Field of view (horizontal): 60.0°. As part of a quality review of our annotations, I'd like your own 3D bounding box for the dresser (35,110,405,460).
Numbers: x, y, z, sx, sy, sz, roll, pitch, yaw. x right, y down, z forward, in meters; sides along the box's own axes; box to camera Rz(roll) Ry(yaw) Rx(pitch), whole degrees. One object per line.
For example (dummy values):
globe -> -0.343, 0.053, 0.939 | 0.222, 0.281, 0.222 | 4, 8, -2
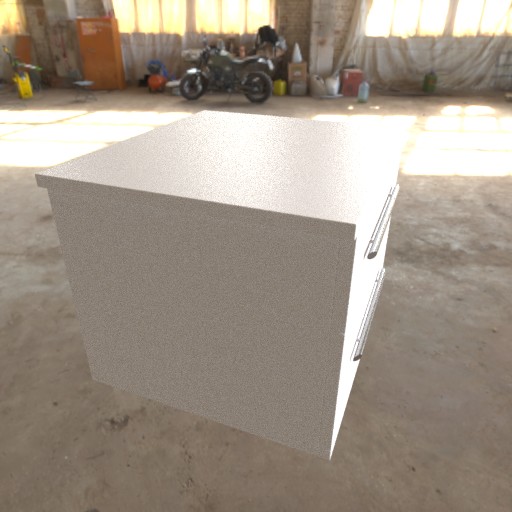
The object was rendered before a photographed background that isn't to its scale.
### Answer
dresser -> 0.000, 0.000, 0.727 | 0.400, 0.360, 0.430 | 11, 31, 19
